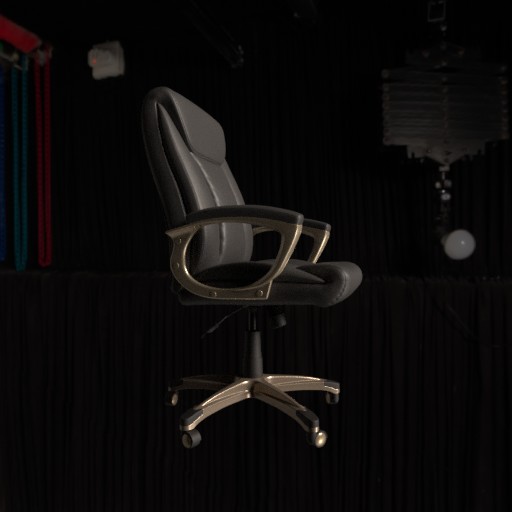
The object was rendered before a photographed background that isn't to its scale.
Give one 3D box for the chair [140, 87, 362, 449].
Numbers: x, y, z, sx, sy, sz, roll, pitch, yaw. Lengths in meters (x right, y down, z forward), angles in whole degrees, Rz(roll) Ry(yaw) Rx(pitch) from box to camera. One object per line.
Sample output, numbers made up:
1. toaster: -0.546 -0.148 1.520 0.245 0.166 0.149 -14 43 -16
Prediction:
1. chair: 0.000 0.000 1.652 0.748 1.188 0.694 0 1 18
